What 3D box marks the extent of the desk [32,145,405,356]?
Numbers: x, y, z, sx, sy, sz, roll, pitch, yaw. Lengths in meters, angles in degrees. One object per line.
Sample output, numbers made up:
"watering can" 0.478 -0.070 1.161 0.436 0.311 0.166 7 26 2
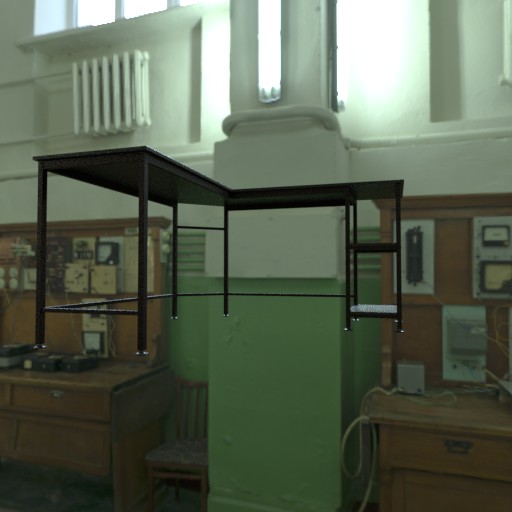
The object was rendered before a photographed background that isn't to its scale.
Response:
"desk" 0.000 0.000 2.153 1.379 0.739 1.379 -1 -2 17
